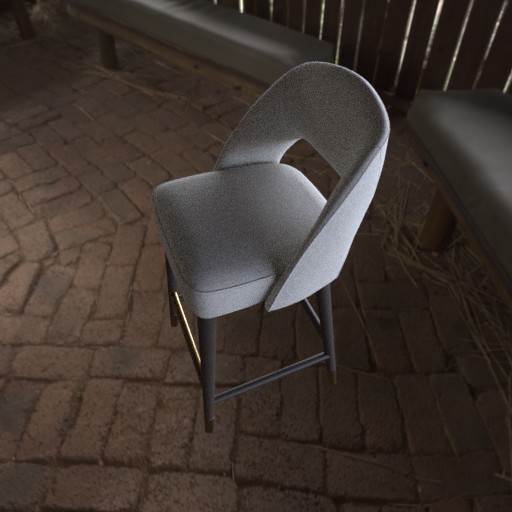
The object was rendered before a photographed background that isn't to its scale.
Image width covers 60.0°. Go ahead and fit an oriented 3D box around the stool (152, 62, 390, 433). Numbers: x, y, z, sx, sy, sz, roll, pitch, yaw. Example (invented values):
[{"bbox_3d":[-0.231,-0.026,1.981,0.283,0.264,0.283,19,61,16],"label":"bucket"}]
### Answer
[{"bbox_3d":[0.000,0.000,1.243,0.509,0.940,0.494,-16,47,-15],"label":"stool"}]
